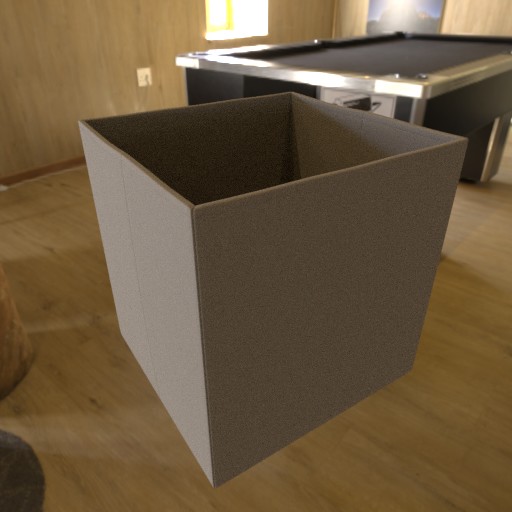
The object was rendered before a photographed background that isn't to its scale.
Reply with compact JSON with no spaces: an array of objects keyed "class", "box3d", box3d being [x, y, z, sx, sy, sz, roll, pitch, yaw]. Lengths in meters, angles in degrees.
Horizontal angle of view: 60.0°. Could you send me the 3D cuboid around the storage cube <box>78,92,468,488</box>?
[{"class":"storage cube","box3d":[0.000,0.000,0.484,0.270,0.280,0.270,-19,35,-28]}]
